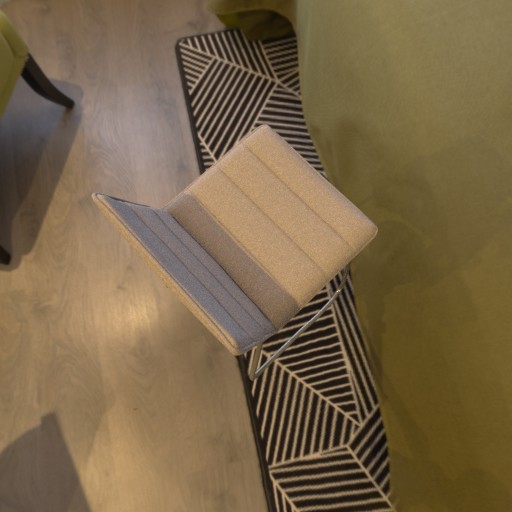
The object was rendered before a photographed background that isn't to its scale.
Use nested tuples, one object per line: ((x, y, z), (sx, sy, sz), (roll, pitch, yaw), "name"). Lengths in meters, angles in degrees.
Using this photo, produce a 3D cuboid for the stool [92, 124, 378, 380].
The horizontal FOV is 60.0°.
((0.000, 0.000, 1.243), (0.490, 0.960, 0.490), (-42, 79, -10), "stool")
